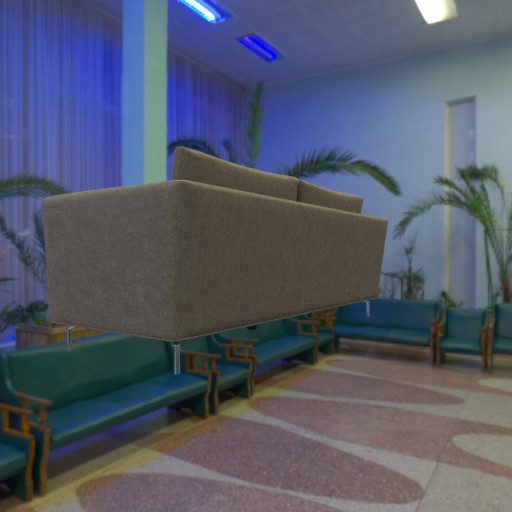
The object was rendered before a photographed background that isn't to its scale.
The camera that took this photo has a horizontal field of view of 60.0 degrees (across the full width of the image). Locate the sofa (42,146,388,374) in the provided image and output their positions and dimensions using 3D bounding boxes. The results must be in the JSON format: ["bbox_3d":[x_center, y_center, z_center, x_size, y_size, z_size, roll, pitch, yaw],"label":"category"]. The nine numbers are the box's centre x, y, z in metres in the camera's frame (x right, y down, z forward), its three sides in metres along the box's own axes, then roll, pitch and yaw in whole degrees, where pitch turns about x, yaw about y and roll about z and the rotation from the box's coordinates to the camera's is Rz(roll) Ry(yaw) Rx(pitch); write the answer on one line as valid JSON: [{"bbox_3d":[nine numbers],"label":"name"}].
[{"bbox_3d":[0.000,0.000,2.595,0.889,0.864,2.121,0,0,36],"label":"sofa"}]
